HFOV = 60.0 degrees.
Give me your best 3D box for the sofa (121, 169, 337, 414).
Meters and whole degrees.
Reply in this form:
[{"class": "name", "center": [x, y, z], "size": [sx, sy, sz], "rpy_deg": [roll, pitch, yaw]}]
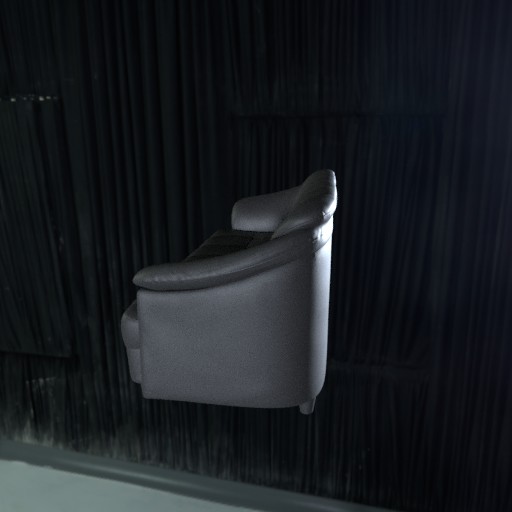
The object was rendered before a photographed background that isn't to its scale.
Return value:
[{"class": "sofa", "center": [0.000, 0.000, 2.341], "size": [0.800, 0.811, 1.829], "rpy_deg": [2, 16, 9]}]
